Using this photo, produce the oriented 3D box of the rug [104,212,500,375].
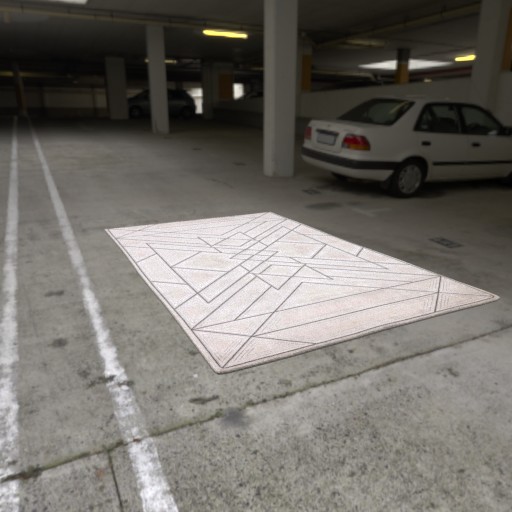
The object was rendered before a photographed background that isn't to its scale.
[{"bbox_3d":[0.000,0.000,2.970,1.575,0.023,2.459,-9,19,-26],"label":"rug"}]
